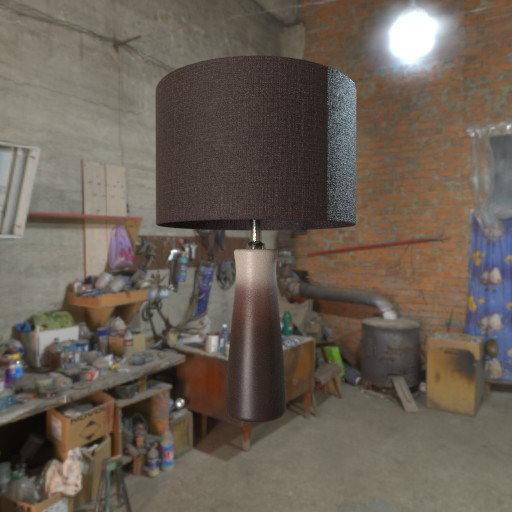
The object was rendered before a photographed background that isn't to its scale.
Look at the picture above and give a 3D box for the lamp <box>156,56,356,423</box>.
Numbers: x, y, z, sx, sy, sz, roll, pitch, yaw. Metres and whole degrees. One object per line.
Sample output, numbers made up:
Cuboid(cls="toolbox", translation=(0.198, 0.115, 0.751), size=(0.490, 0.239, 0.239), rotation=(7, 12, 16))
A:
Cuboid(cls="lamp", translation=(0.000, 0.000, 0.689), size=(0.303, 0.488, 0.303), rotation=(0, 1, 0))
